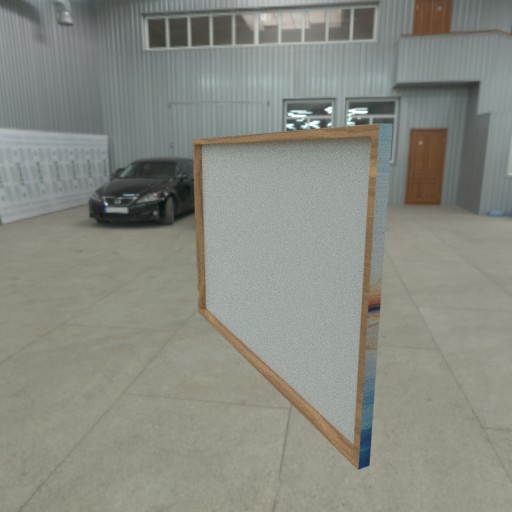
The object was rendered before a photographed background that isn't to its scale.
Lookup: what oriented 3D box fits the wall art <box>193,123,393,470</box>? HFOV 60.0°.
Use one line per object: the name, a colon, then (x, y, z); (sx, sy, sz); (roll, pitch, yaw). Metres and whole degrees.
wall art: (0.000, 0.000, 0.757); (0.018, 0.402, 0.604); (-6, 15, -25)
